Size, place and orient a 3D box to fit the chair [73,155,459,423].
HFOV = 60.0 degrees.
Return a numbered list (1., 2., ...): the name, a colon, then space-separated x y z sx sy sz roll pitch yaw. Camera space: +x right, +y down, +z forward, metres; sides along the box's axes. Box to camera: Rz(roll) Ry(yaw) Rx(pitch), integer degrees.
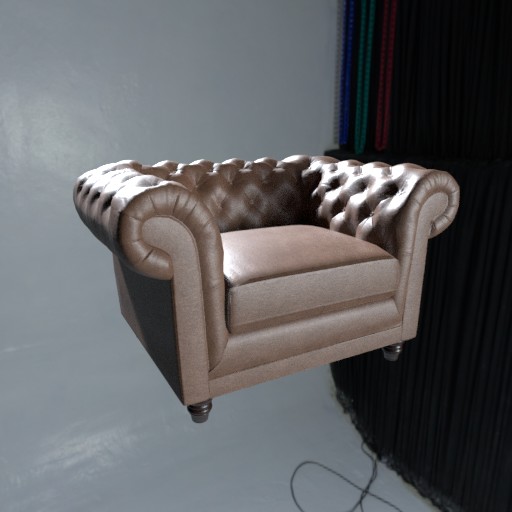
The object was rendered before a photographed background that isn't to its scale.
1. chair: 0.000 0.000 1.845 1.298 0.784 0.954 -8 17 -28
